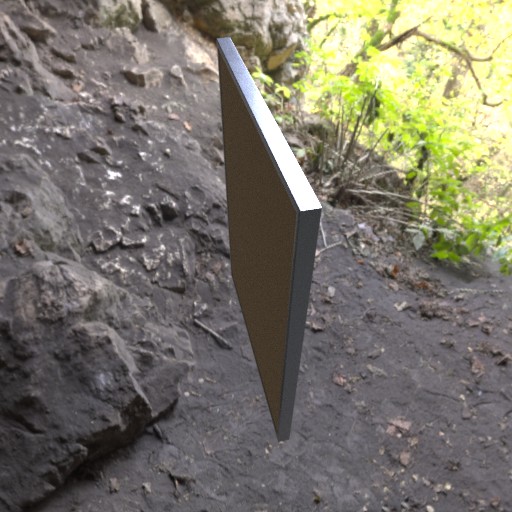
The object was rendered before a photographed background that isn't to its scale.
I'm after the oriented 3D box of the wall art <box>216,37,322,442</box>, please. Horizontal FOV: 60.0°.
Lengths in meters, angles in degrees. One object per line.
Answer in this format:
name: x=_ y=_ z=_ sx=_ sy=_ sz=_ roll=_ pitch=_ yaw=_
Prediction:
wall art: x=0.000 y=0.000 z=1.435 sx=0.041 sy=1.062 sz=0.803 roll=-10 pitch=47 yaw=-10
